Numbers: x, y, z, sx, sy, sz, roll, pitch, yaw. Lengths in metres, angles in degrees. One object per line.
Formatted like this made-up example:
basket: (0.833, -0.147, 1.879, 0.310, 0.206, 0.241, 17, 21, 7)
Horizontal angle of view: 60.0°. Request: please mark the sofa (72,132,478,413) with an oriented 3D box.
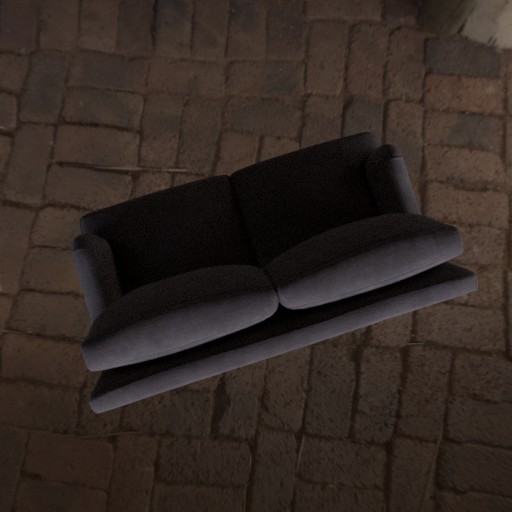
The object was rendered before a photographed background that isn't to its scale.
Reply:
sofa: (0.000, 0.000, 2.465, 1.853, 1.101, 1.084, -17, 78, -4)
